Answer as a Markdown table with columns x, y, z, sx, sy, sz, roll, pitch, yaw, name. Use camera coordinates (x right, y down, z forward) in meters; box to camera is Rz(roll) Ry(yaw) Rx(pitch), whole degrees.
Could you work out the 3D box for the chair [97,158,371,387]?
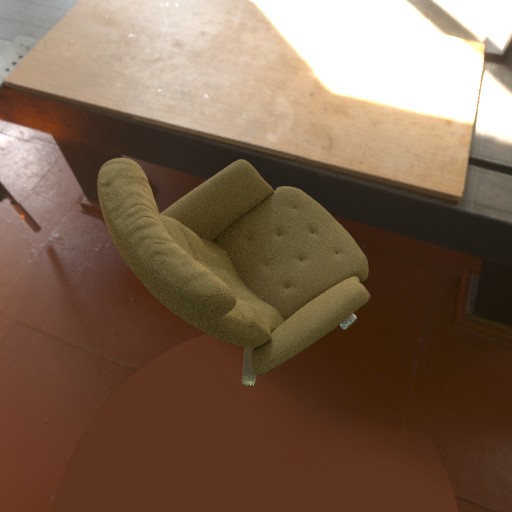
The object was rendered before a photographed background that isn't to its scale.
| x | y | z | sx | sy | sz | roll | pitch | yaw | name |
| --- | --- | --- | --- | --- | --- | --- | --- | --- | --- |
| 0.000 | 0.000 | 1.602 | 0.837 | 0.995 | 0.785 | -31 | 64 | -17 | chair |
